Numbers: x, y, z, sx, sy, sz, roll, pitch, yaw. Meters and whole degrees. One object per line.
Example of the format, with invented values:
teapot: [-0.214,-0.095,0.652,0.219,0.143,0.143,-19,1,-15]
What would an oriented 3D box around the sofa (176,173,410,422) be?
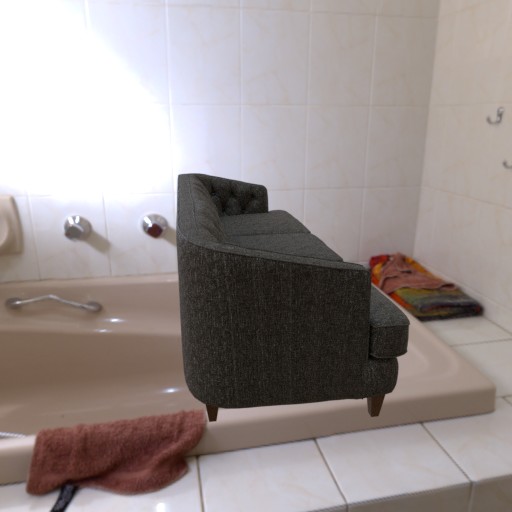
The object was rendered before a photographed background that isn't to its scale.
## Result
sofa: [0.000,0.000,2.770,0.941,0.855,2.278,-3,18,-9]
